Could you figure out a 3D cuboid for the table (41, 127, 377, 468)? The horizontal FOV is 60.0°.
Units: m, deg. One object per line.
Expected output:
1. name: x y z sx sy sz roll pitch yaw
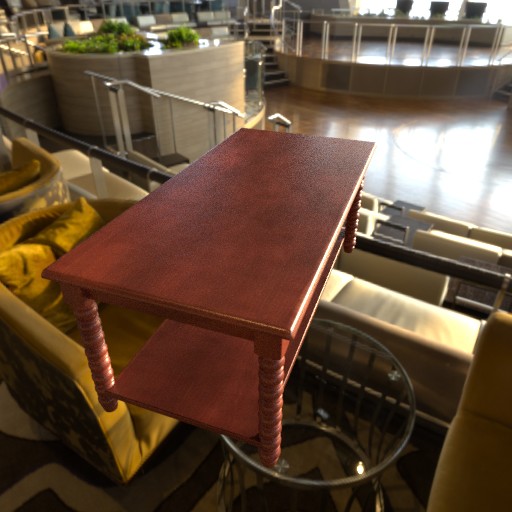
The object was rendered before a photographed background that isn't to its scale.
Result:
1. table: 0.000 0.000 1.472 0.580 0.485 1.171 11 34 17
